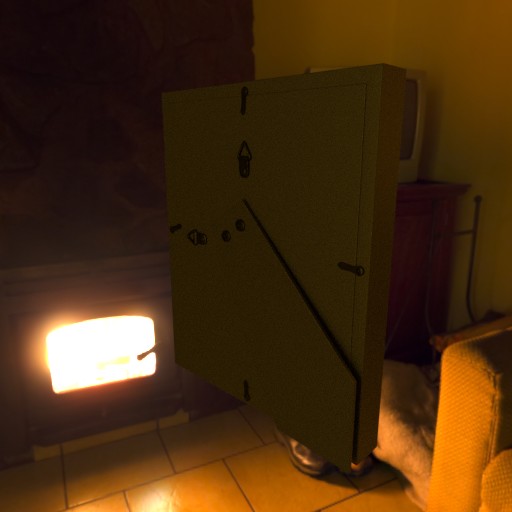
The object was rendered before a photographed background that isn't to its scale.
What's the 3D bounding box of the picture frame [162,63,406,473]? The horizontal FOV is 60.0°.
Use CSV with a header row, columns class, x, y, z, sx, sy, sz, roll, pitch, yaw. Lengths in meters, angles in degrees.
class,x,y,z,sx,sy,sz,roll,pitch,yaw
picture frame,0.000,0.000,0.387,0.232,0.284,0.042,13,20,42
